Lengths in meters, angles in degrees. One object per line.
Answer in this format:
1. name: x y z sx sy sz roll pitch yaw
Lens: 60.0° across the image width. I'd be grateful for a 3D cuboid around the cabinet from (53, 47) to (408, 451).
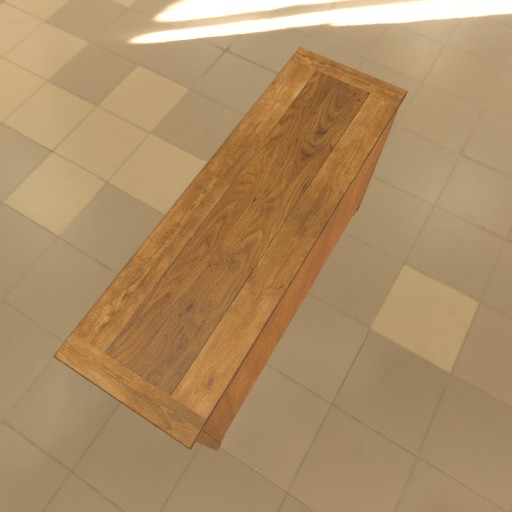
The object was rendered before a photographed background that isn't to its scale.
1. cabinet: 0.000 0.000 1.851 0.480 0.813 1.474 28 68 13
